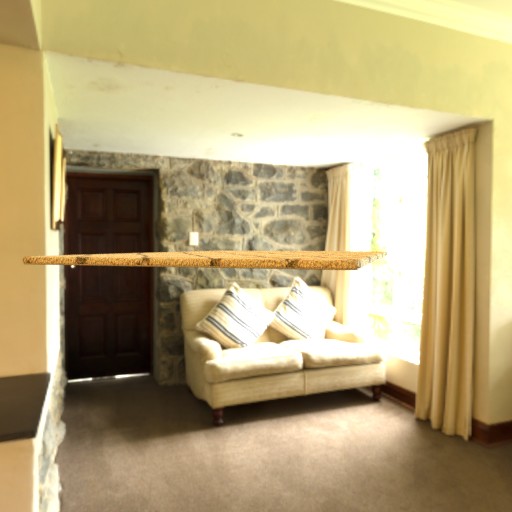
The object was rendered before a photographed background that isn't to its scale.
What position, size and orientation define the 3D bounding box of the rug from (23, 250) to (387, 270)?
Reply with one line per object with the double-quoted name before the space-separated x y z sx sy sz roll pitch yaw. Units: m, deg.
"rug" 0.000 0.000 2.271 1.219 0.030 1.778 0 2 19
